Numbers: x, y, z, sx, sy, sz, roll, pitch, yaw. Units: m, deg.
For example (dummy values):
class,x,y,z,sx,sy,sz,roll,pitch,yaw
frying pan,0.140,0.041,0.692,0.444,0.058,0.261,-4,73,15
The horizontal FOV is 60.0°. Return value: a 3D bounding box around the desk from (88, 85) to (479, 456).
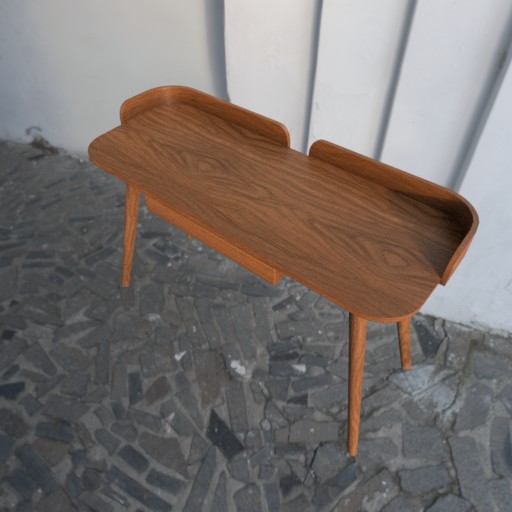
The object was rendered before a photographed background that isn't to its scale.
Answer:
class,x,y,z,sx,sy,sz,roll,pitch,yaw
desk,0.000,0.000,1.626,1.256,0.800,0.486,30,53,26
